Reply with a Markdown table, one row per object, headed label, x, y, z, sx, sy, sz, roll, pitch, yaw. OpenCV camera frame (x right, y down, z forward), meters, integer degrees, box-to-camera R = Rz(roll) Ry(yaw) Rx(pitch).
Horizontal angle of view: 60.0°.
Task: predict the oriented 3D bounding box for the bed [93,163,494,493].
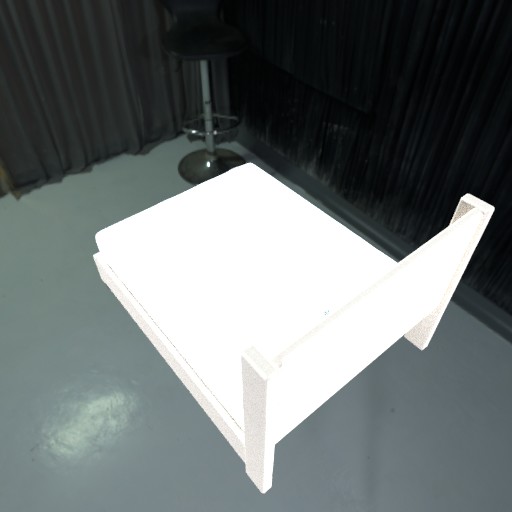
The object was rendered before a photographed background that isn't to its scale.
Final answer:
| label | x | y | z | sx | sy | sz | roll | pitch | yaw |
| --- | --- | --- | --- | --- | --- | --- | --- | --- | --- |
| bed | 0.000 | 0.000 | 3.355 | 1.778 | 1.471 | 2.293 | -30 | 53 | -26 |
